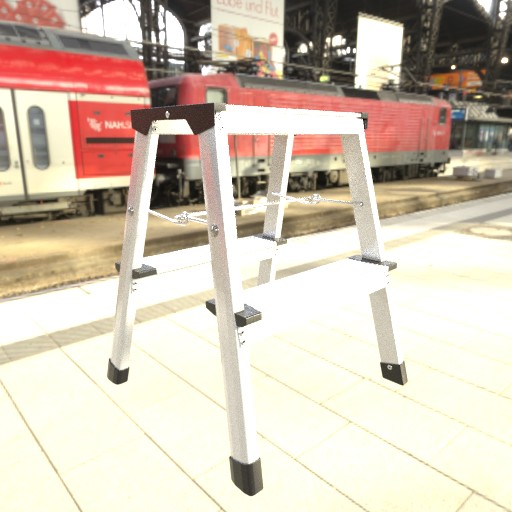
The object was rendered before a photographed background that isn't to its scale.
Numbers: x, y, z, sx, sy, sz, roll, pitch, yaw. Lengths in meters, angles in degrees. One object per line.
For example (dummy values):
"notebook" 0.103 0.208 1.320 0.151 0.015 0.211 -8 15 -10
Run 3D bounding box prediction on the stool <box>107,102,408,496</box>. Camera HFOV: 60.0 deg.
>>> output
"stool" 0.000 0.000 0.770 0.404 0.480 0.405 -14 20 -42
